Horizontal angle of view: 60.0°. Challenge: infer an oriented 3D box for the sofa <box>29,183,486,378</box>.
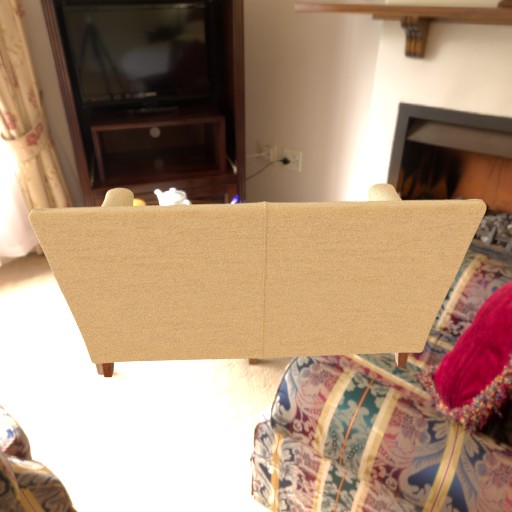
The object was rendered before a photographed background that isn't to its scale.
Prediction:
[{"bbox_3d":[0.000,0.000,2.016,1.482,0.892,0.891,-1,31,-2],"label":"sofa"}]
